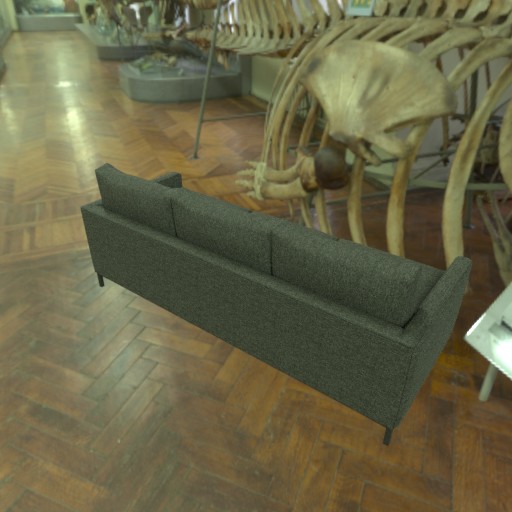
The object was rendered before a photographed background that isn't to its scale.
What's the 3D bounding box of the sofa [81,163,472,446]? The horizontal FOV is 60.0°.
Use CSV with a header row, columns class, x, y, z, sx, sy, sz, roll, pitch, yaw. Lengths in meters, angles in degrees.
class,x,y,z,sx,sy,sz,roll,pitch,yaw
sofa,0.000,0.000,2.693,2.253,0.879,0.876,21,36,31
